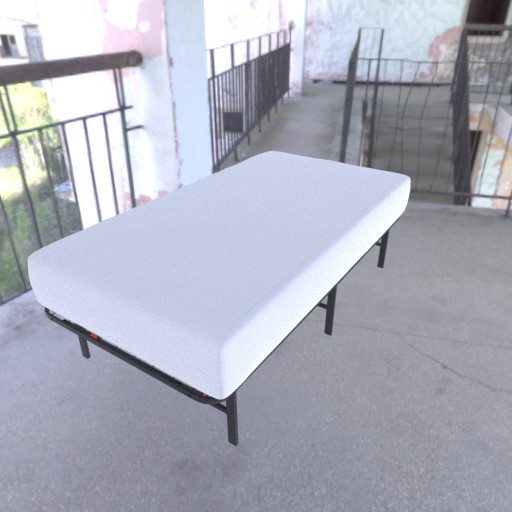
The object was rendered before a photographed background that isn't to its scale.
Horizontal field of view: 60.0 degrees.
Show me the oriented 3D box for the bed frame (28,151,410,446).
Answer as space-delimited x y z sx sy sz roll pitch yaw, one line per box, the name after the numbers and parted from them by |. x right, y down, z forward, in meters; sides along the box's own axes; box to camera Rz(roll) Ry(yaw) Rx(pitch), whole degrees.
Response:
0.000 0.000 2.358 1.025 0.640 1.908 18 34 29 | bed frame
